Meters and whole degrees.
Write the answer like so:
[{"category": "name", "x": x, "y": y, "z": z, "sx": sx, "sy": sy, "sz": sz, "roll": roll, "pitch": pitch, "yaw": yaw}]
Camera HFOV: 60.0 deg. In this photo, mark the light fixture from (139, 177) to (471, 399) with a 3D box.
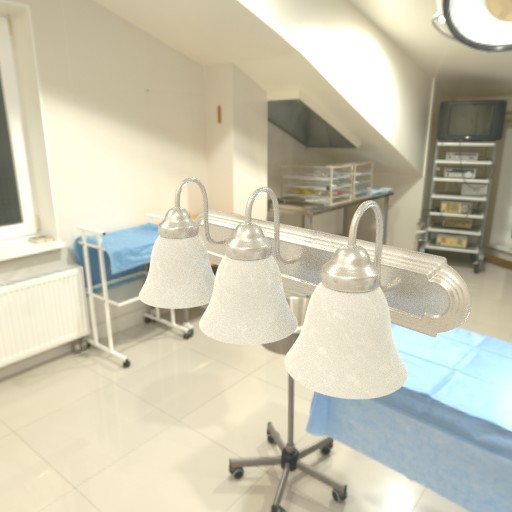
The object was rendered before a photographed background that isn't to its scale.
[{"category": "light fixture", "x": 0.000, "y": 0.000, "z": 0.721, "sx": 0.199, "sy": 0.222, "sz": 0.610, "roll": -15, "pitch": 22, "yaw": -42}]
